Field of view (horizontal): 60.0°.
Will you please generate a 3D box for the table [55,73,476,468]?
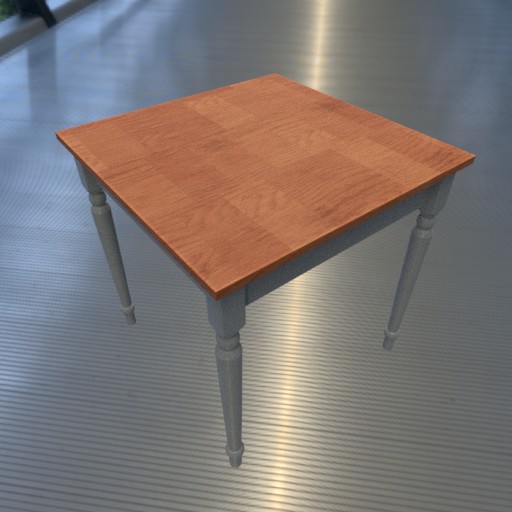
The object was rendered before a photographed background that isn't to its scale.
[{"bbox_3d":[0.000,0.000,1.343,0.747,0.738,0.747,-27,47,-28],"label":"table"}]
